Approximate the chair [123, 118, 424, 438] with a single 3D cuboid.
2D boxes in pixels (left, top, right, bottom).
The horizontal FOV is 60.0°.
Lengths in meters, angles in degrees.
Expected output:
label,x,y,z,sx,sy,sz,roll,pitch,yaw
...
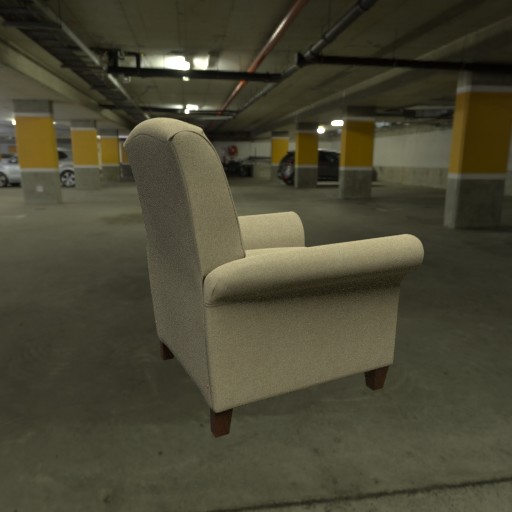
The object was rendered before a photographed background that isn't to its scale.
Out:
label,x,y,z,sx,sy,sz,roll,pitch,yaw
chair,0.000,0.000,1.846,0.905,1.061,0.978,-6,14,-26
